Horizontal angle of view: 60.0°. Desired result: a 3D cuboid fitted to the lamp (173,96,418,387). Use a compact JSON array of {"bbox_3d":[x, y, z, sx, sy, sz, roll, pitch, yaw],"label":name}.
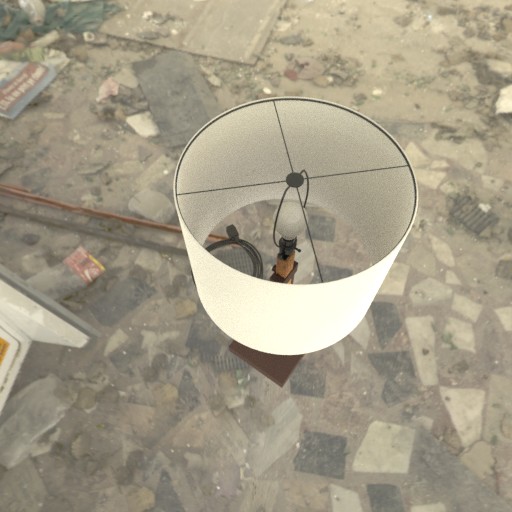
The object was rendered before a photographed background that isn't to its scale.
[{"bbox_3d":[0.000,0.000,0.969,0.525,0.668,0.396,32,64,17],"label":"lamp"}]
